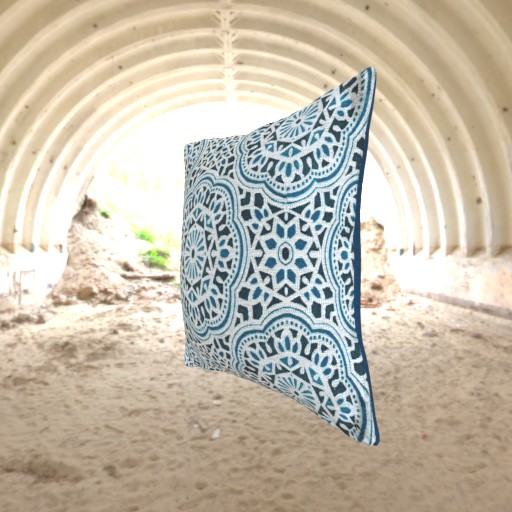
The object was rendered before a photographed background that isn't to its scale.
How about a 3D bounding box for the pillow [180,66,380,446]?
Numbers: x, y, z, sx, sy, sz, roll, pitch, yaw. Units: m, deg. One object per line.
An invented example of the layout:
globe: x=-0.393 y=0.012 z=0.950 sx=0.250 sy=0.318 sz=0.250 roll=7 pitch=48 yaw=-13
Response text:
pillow: x=0.000 y=0.000 z=0.659 sx=0.145 sy=0.420 sz=0.440 roll=-1 pitch=1 yaw=-37
